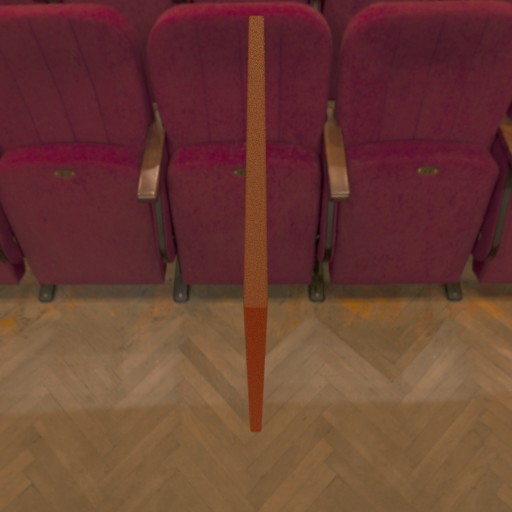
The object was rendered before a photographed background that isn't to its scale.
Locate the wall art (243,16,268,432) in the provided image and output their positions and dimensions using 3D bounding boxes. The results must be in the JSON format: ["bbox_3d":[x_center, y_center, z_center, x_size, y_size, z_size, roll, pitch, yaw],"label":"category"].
[{"bbox_3d":[0.000,0.000,0.505,0.015,0.379,0.310,0,58,0],"label":"wall art"}]
